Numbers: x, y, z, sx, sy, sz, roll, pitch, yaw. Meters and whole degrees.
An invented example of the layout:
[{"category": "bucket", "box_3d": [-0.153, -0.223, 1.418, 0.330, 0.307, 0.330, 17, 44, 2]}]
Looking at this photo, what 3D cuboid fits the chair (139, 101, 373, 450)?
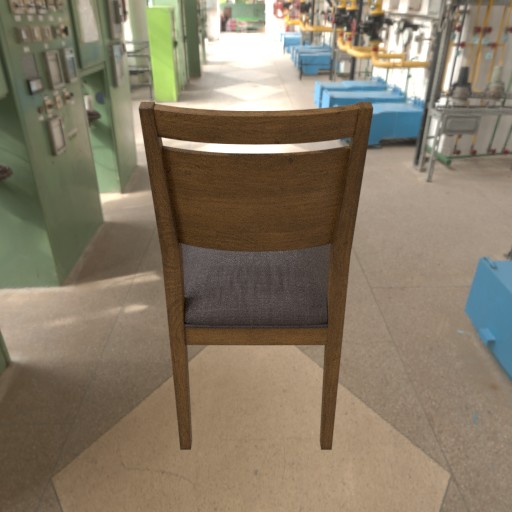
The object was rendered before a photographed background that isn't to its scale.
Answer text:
[{"category": "chair", "box_3d": [0.000, 0.000, 1.268, 0.501, 0.939, 0.610, 0, 29, 0]}]
